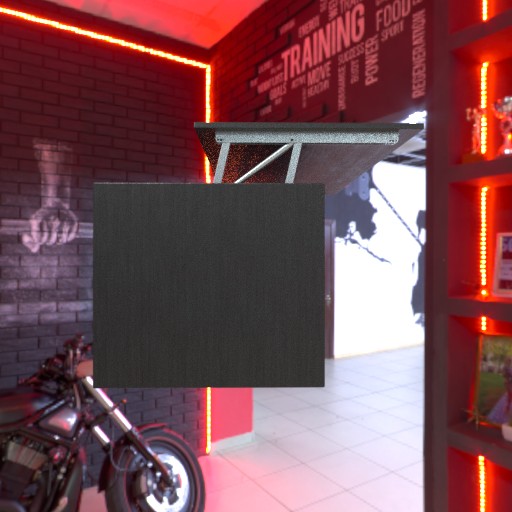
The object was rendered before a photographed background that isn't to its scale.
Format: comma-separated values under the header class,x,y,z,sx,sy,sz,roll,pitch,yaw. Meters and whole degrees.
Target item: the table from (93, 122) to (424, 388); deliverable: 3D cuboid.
class,x,y,z,sx,sy,sz,roll,pitch,yaw
table,0.000,0.000,1.450,0.712,0.570,1.000,0,0,-1
